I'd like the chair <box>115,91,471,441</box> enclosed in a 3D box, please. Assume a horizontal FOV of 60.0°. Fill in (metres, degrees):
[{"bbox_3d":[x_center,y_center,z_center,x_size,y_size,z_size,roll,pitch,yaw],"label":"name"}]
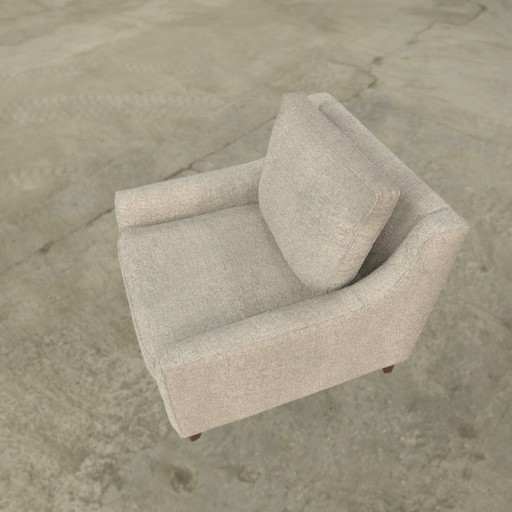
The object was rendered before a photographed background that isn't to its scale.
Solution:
[{"bbox_3d":[0.000,0.000,1.562,0.918,0.864,0.838,-15,48,-14],"label":"chair"}]
